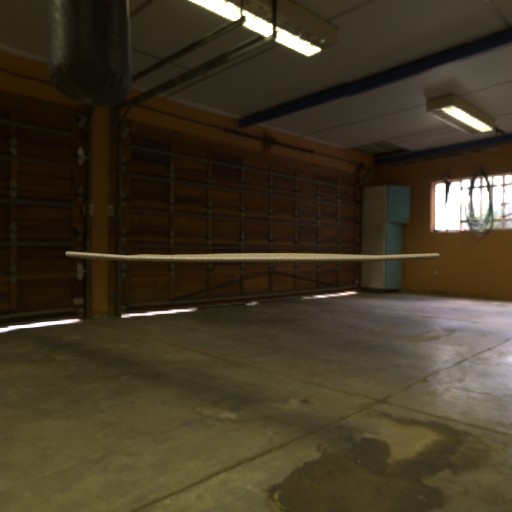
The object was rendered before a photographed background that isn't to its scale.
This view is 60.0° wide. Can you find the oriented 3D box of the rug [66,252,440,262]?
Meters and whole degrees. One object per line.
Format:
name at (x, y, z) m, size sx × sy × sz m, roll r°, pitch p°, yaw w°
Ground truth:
rug at (0.000, 0.000, 3.033) m, size 1.553 × 0.053 × 2.430 m, roll 0°, pitch 0°, yaw 1°
